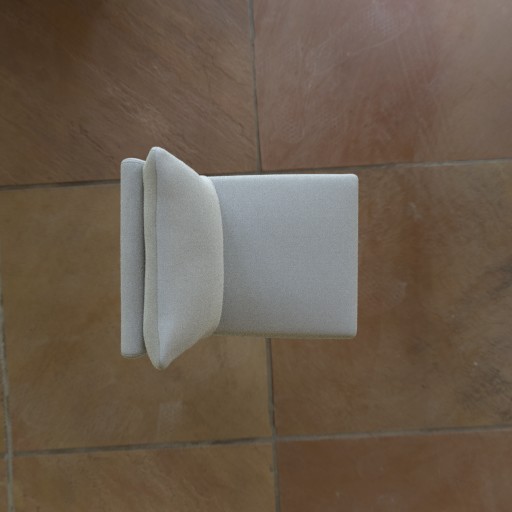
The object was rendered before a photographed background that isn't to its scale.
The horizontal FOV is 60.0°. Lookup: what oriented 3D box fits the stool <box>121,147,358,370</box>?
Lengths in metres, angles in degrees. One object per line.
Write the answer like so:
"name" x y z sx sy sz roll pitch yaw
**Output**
"stool" 0.000 0.000 1.428 0.572 1.125 0.463 0 91 0
